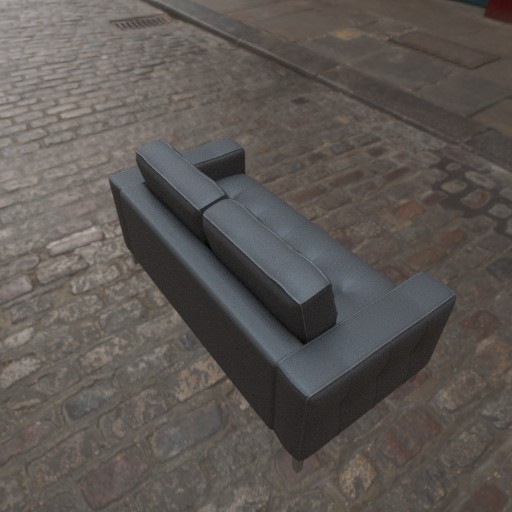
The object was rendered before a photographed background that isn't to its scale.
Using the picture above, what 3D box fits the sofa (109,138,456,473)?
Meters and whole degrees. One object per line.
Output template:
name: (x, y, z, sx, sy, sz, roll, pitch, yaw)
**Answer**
sofa: (0.000, 0.000, 2.250, 0.833, 0.893, 1.726, -26, 48, -26)
